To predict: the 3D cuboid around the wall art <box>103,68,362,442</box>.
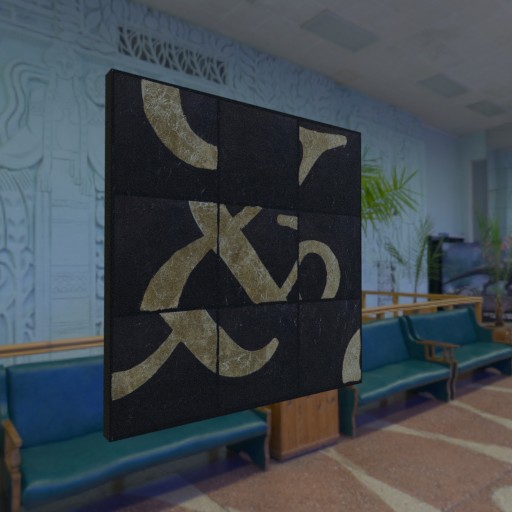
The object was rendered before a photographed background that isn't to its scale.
[{"bbox_3d":[0.000,0.000,1.136,0.758,0.758,0.044,1,-1,-36],"label":"wall art"}]
